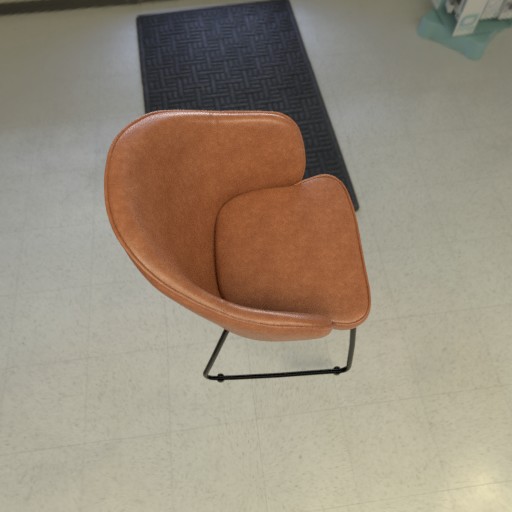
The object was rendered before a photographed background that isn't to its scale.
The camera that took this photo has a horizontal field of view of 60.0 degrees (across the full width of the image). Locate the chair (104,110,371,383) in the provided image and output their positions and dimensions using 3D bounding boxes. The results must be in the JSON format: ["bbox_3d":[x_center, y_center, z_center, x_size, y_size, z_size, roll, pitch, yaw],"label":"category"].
[{"bbox_3d":[0.000,0.000,1.202,0.580,0.785,0.582,-4,63,-2],"label":"chair"}]
